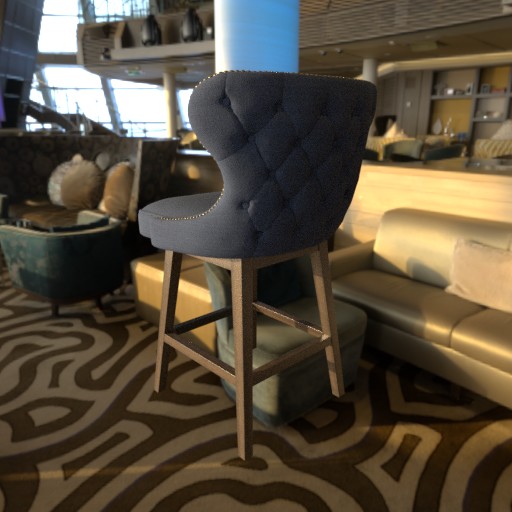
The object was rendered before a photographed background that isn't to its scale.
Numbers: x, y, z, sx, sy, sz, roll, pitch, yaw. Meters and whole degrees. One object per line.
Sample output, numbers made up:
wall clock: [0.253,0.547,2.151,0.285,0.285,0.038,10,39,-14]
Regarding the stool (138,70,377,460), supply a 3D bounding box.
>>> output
stool: [0.000,0.000,1.331,0.615,0.972,0.597,-15,22,-41]
